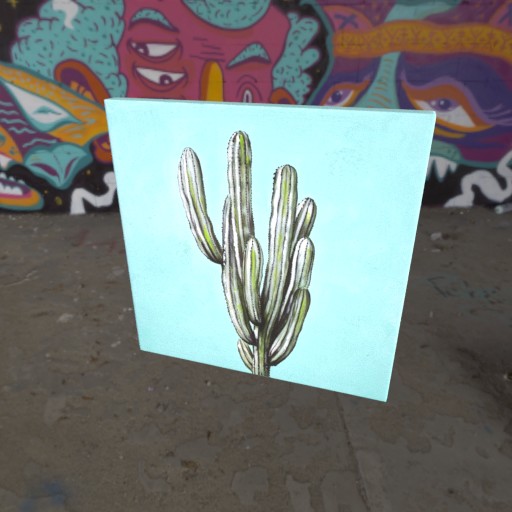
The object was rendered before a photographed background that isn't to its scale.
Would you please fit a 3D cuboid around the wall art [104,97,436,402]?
[{"bbox_3d":[0.000,0.000,1.641,1.071,1.073,0.070,8,27,15],"label":"wall art"}]
